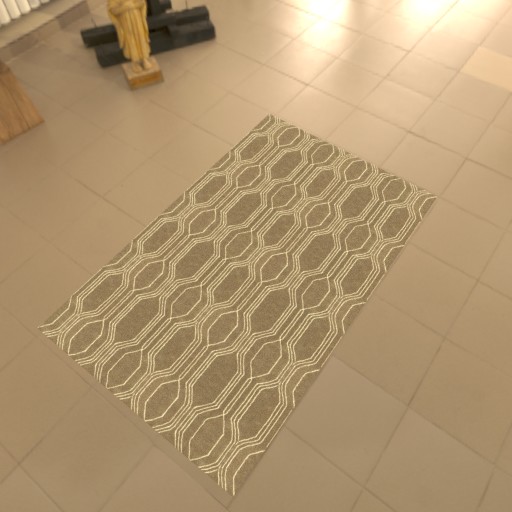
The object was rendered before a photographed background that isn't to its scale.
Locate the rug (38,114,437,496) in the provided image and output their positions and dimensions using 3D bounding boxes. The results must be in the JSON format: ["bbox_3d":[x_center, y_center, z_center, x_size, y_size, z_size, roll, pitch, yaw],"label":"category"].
[{"bbox_3d":[0.000,0.000,3.017,1.541,0.012,2.457,32,63,19],"label":"rug"}]
